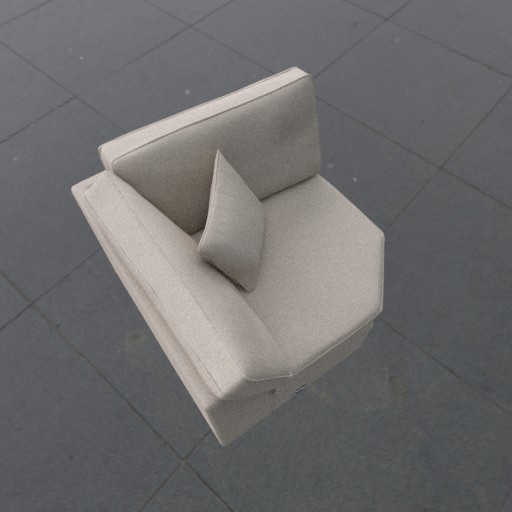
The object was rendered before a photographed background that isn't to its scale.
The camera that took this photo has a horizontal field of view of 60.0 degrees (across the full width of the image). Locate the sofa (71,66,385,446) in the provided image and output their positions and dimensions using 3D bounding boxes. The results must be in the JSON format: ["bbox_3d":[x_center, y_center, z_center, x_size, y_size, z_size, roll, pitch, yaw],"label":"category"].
[{"bbox_3d":[0.000,0.000,1.877,1.042,0.937,1.050,-30,63,-17],"label":"sofa"}]
